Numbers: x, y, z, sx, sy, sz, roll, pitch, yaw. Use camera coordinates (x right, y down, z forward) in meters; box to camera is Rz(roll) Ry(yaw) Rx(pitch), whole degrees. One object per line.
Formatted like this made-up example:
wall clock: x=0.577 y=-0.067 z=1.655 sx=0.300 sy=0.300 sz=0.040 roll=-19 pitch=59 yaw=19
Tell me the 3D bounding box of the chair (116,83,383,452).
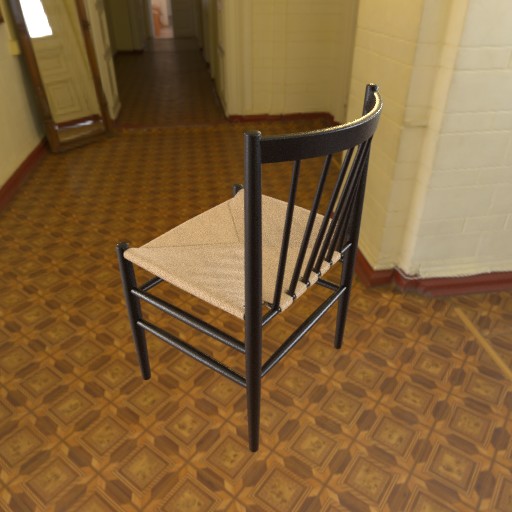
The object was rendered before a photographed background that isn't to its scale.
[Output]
chair: x=0.000 y=0.000 z=1.156 sx=0.516 sy=0.818 sz=0.495 roll=21 pitch=38 yaw=30
